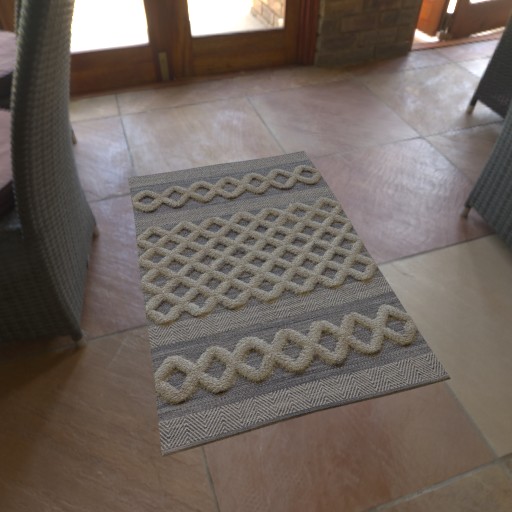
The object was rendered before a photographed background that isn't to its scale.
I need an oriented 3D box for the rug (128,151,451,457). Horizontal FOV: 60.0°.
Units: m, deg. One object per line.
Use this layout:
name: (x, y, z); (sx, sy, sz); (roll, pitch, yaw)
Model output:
rug: (0.000, 0.000, 2.369); (1.222, 0.030, 1.823); (-11, 46, -11)
